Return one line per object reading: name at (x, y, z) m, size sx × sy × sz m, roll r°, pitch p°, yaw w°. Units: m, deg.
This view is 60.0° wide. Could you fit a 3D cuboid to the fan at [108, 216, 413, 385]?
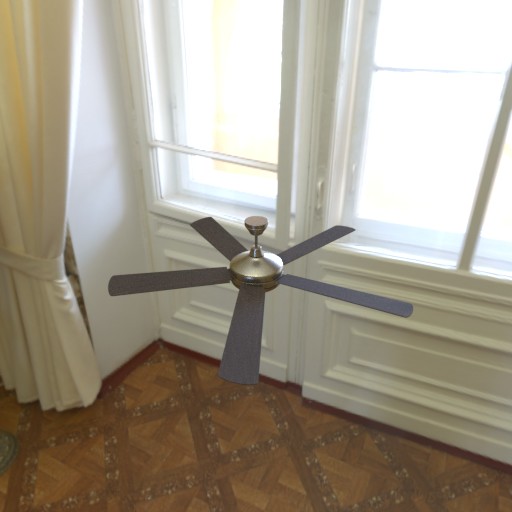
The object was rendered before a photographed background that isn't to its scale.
fan at (0.000, 0.000, 2.030) m, size 1.321 × 0.356 × 1.321 m, roll -10°, pitch 31°, yaw -17°
